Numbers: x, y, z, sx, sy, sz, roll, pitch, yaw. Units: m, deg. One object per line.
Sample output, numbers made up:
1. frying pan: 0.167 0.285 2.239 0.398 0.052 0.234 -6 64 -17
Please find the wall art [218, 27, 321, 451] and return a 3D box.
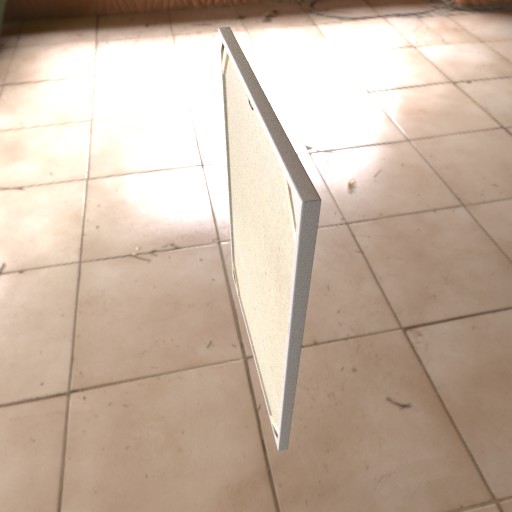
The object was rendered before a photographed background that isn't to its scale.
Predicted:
1. wall art: 0.000 0.000 1.561 0.038 1.212 0.914 -9 47 -9
